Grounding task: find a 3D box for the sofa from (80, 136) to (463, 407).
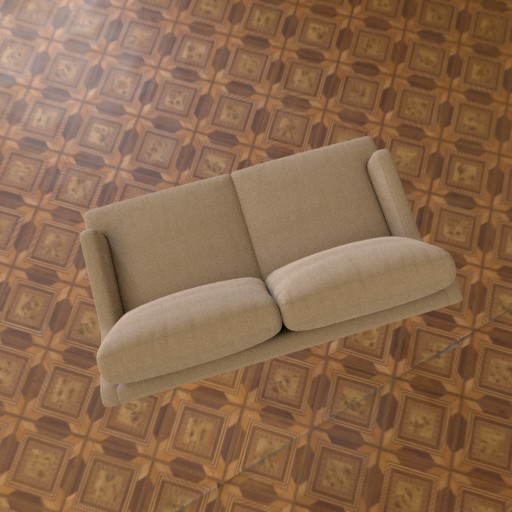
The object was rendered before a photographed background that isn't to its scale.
[{"bbox_3d":[0.000,0.000,2.213,1.619,0.910,1.004,-16,77,-4],"label":"sofa"}]
